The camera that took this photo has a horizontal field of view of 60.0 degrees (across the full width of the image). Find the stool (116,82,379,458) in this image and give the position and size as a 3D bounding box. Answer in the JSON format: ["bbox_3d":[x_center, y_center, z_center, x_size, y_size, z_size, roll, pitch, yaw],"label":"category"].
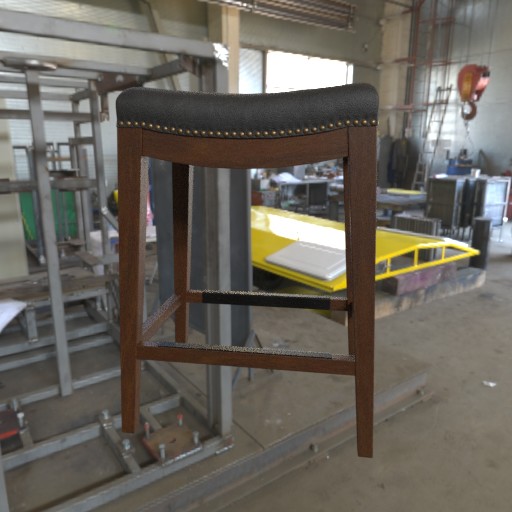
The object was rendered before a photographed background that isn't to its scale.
[{"bbox_3d":[0.000,0.000,0.940,0.490,0.664,0.353,2,14,9],"label":"stool"}]
